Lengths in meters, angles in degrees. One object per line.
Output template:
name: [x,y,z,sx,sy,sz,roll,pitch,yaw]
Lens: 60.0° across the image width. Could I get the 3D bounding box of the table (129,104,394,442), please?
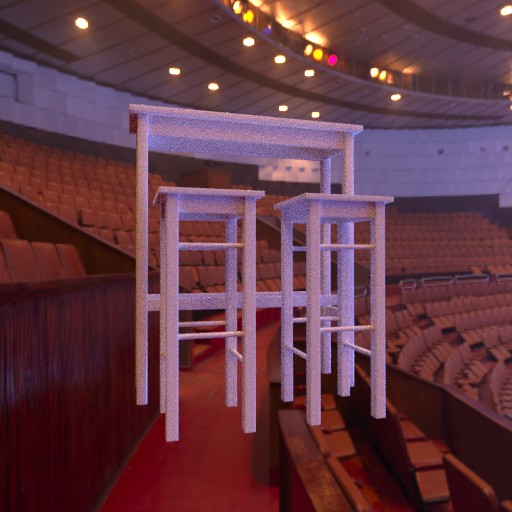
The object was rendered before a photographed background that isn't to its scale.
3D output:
table: [0.000,0.000,1.659,0.915,1.065,0.650,0,-1,-16]
